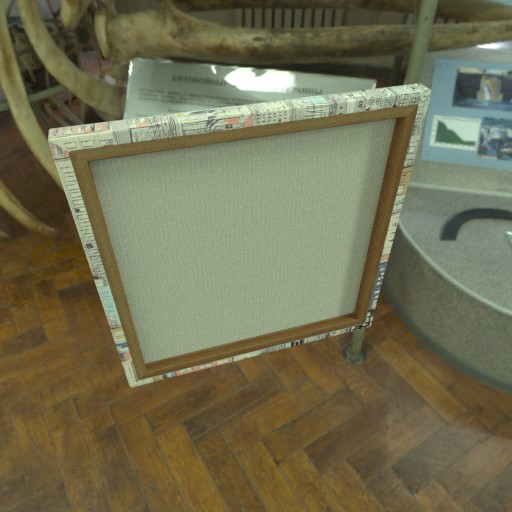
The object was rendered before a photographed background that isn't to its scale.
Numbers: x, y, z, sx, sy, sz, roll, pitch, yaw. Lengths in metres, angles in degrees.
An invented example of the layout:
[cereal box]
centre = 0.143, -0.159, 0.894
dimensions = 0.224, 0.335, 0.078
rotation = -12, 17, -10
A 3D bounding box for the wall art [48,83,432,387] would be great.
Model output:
[wall art]
centre = 0.000, 0.000, 1.108
dimensions = 0.761, 0.762, 0.048
rotation = -11, 42, -13
